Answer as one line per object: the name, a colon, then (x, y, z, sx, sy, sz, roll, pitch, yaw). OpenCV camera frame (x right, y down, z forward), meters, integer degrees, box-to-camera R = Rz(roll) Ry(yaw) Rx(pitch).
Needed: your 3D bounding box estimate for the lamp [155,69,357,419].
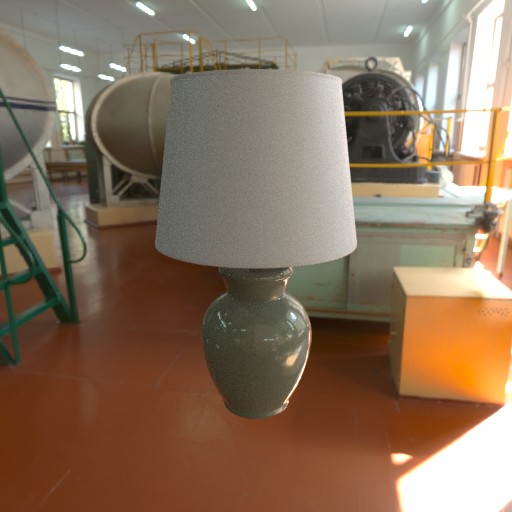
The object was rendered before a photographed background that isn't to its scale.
lamp: (0.000, 0.000, 0.543, 0.239, 0.399, 0.239, 0, 15, 0)
